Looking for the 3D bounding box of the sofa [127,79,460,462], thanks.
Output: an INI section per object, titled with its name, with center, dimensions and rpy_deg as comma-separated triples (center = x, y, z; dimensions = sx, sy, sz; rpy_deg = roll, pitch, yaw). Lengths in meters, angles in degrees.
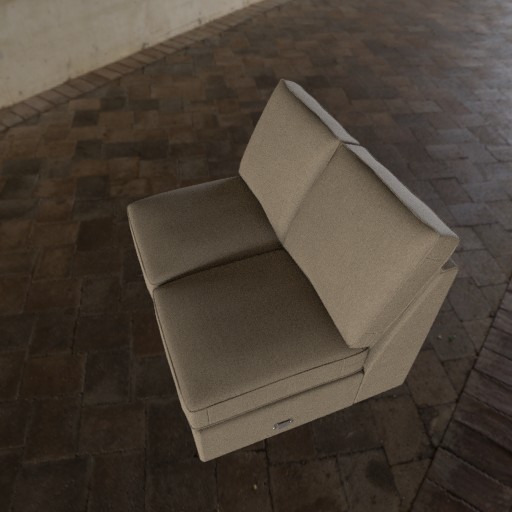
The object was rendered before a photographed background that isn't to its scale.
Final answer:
[sofa]
center = 0.000, 0.000, 1.974
dimensions = 0.978, 1.006, 1.232
rpy_deg = -16, 47, -15
